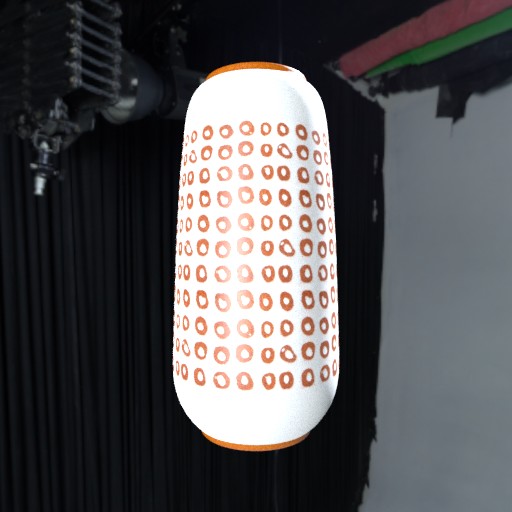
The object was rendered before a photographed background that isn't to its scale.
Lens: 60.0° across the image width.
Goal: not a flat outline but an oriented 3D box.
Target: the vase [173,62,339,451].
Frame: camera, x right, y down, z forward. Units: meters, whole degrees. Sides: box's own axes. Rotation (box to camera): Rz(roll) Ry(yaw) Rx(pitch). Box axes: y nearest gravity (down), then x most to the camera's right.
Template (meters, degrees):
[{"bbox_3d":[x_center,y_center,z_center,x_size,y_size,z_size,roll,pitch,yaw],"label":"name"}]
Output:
[{"bbox_3d":[0.000,0.000,0.362,0.133,0.282,0.133,0,0,0],"label":"vase"}]
